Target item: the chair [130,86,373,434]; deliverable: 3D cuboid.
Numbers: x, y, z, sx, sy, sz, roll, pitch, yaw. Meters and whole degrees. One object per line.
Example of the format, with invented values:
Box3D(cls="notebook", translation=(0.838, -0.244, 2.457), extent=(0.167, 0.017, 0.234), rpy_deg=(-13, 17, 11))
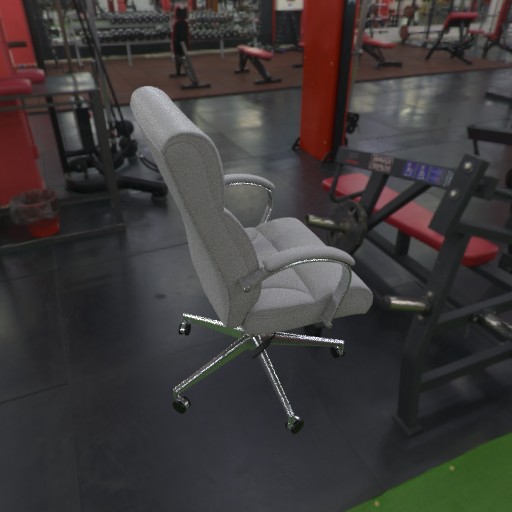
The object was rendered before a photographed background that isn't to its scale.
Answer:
Box3D(cls="chair", translation=(0.000, 0.000, 1.579), extent=(0.745, 1.099, 0.727), rpy_deg=(-12, 34, -18))
